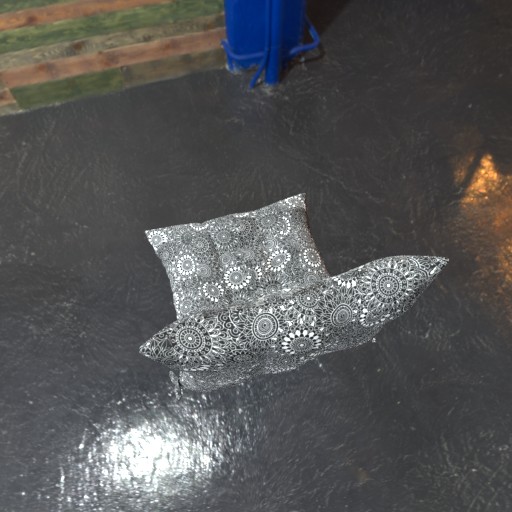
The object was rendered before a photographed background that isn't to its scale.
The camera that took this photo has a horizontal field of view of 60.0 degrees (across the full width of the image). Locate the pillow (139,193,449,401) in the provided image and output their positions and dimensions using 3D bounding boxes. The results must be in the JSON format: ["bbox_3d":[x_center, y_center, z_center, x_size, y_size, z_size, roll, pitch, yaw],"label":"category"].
[{"bbox_3d":[0.000,0.000,1.017,0.541,0.536,0.585,-15,61,-8],"label":"pillow"}]
